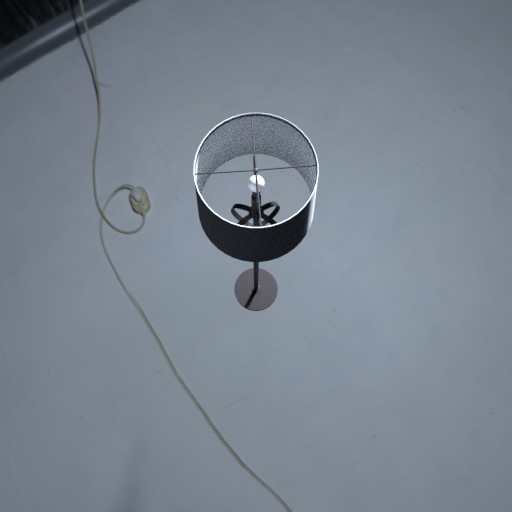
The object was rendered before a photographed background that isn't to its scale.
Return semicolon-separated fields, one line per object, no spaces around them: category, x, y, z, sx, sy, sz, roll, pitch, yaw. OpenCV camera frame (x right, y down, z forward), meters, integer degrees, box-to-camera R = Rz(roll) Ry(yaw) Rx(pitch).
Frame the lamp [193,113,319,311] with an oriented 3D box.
lamp;0.000;0.000;1.600;0.286;1.462;0.286;-34;79;-8
